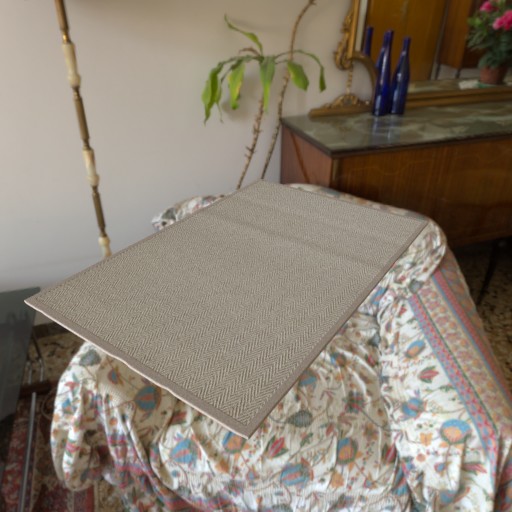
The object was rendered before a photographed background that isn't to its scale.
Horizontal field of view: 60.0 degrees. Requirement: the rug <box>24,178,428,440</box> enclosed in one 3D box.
[{"bbox_3d":[0.000,0.000,2.876,1.540,0.021,2.290,20,36,30],"label":"rug"}]
